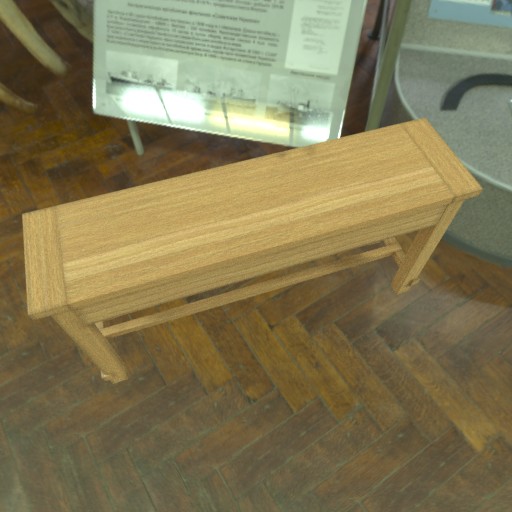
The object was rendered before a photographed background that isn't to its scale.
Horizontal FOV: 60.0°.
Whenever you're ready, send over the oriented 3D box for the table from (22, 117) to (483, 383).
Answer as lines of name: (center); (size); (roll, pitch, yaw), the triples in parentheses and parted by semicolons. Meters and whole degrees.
table: (0.000, 0.000, 1.906); (1.599, 0.762, 0.442); (-16, 58, -10)
